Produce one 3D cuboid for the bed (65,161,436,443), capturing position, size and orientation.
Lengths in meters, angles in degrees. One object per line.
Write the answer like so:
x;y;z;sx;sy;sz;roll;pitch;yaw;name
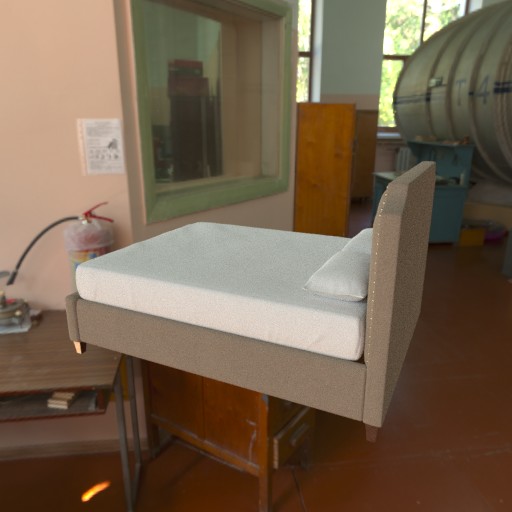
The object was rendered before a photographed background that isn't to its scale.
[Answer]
0.000;0.000;3.425;2.329;1.415;1.703;8;19;25;bed
